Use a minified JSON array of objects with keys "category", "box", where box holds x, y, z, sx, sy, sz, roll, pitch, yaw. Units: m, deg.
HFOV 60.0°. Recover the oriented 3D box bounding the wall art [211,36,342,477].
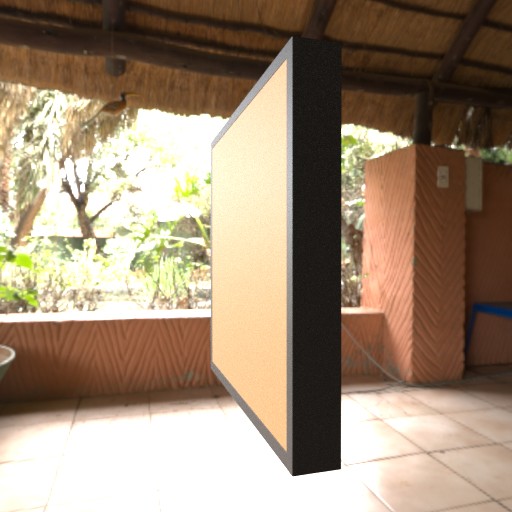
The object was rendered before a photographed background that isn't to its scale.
[{"category":"wall art","box":[0.000,0.000,0.455,0.038,0.304,0.304,0,0,-16]}]
